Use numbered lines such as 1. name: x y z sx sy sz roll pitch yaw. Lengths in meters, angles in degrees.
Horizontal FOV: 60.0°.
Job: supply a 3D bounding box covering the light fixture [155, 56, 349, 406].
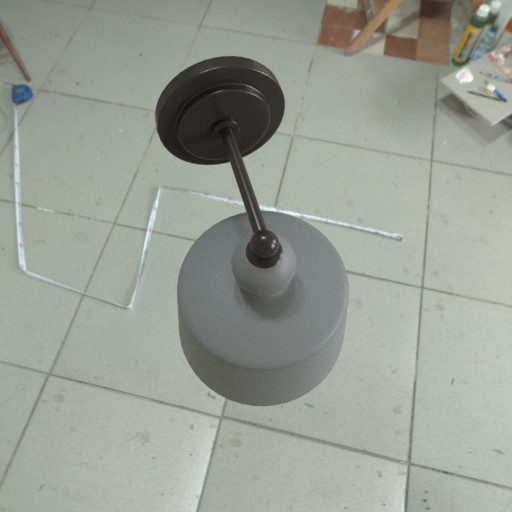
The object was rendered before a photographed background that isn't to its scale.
1. light fixture: 0.000 0.000 0.442 0.204 0.268 0.254 -15 65 -7
